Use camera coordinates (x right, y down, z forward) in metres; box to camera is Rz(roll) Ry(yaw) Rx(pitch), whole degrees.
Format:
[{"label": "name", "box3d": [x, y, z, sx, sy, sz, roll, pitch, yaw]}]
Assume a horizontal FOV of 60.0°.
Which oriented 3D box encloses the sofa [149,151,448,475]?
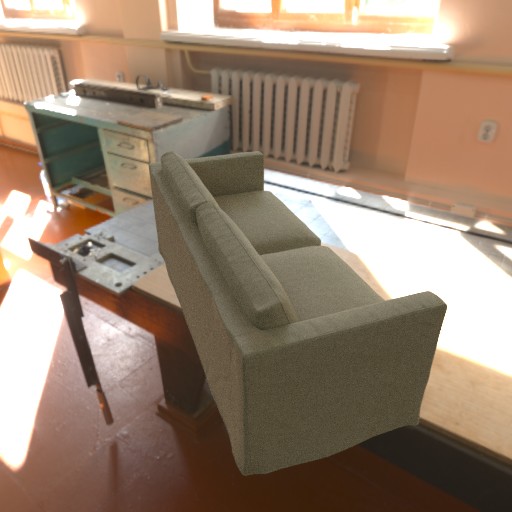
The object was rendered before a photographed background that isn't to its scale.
[{"label": "sofa", "box3d": [0.000, 0.000, 2.768, 0.956, 0.847, 2.296, -11, 32, -17]}]
